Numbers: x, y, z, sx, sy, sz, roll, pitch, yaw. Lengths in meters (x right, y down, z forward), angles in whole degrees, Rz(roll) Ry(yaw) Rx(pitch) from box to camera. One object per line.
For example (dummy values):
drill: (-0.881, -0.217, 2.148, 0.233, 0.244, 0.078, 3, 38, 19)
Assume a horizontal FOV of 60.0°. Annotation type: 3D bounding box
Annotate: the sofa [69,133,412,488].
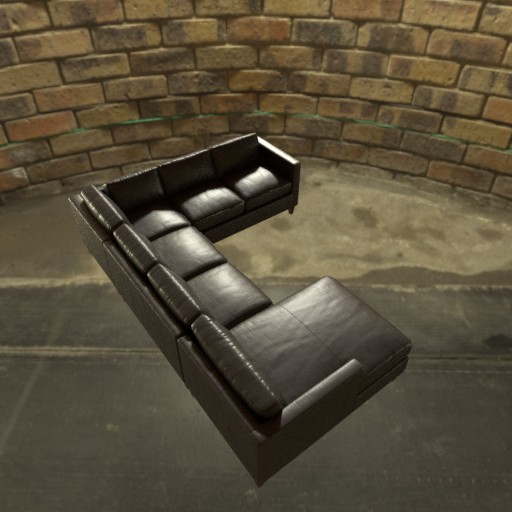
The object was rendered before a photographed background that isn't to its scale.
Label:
sofa: (0.000, 0.000, 4.397, 2.452, 0.891, 3.324, -27, 48, -27)
